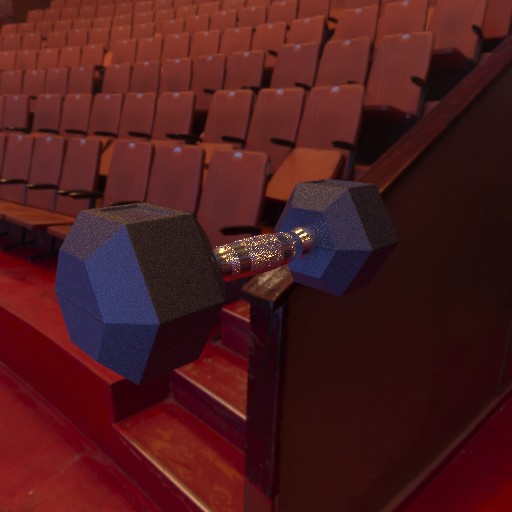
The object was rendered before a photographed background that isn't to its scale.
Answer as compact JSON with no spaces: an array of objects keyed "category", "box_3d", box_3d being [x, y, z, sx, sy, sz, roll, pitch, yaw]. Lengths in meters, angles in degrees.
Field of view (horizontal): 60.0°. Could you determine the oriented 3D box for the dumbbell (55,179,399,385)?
[{"category":"dumbbell","box_3d":[0.000,0.000,0.332,0.272,0.092,0.106,-15,22,-42]}]
